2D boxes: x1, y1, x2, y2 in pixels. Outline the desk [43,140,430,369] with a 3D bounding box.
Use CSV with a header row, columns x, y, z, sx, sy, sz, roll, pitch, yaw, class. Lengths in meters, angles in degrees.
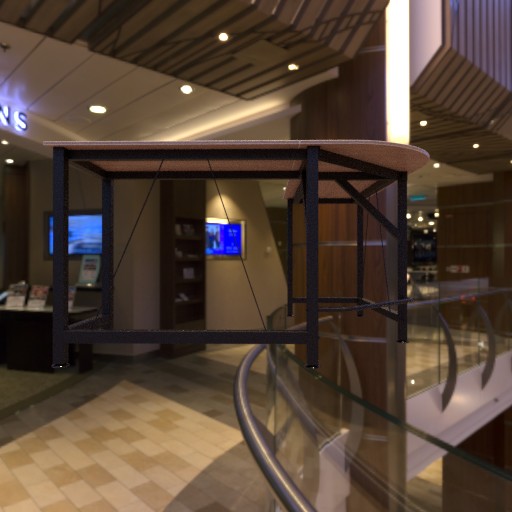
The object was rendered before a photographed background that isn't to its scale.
x,y,z,sx,sy,sz,roll,pitch,yaw,class
0.000,0.000,2.172,1.400,0.762,1.400,0,0,1,desk
